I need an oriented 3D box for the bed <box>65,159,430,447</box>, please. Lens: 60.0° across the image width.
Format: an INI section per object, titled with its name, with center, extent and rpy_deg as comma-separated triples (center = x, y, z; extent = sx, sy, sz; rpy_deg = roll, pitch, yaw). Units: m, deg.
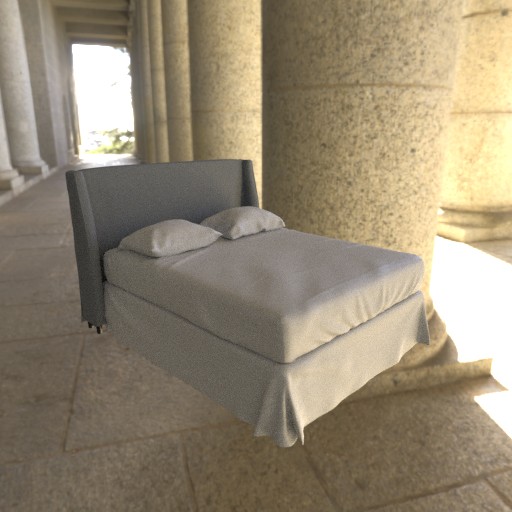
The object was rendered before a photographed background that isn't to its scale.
[bed]
center = 0.000, 0.000, 3.466
extent = 2.276, 1.332, 1.925
rpy_deg = 15, 22, 42
